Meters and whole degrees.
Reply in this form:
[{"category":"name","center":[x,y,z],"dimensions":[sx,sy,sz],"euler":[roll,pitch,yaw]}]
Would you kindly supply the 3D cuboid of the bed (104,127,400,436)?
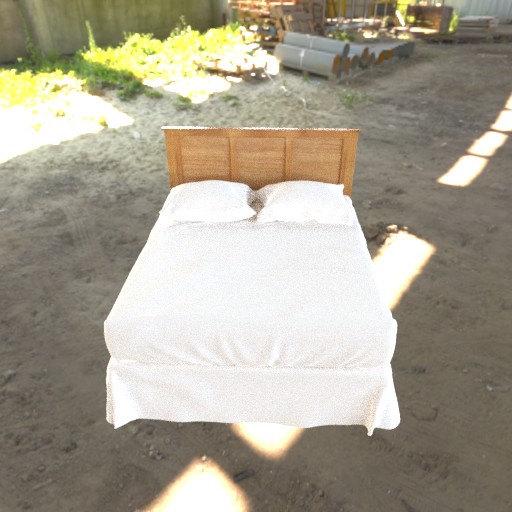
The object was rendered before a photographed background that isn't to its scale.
[{"category":"bed","center":[0.000,0.000,3.166],"dimensions":[1.870,1.273,2.035],"euler":[1,32,2]}]
